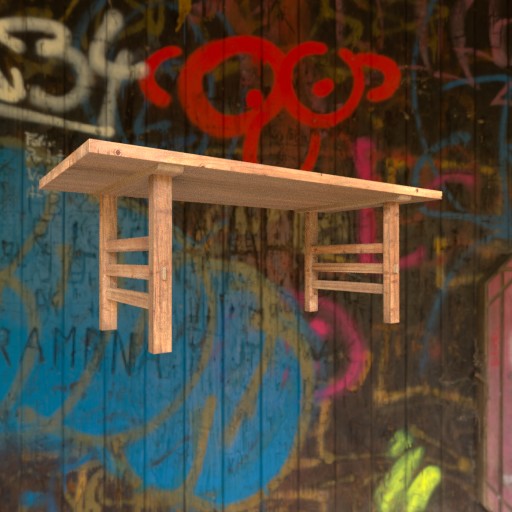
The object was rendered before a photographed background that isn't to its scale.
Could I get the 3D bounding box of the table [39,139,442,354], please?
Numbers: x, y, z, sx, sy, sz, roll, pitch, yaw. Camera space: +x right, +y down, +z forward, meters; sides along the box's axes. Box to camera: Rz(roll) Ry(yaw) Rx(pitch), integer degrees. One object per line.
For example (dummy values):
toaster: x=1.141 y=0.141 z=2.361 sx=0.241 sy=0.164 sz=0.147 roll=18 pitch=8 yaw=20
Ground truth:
table: x=0.000 y=0.000 z=2.417 sx=2.003 sy=0.760 sz=0.952 roll=0 pitch=0 yaw=-35
